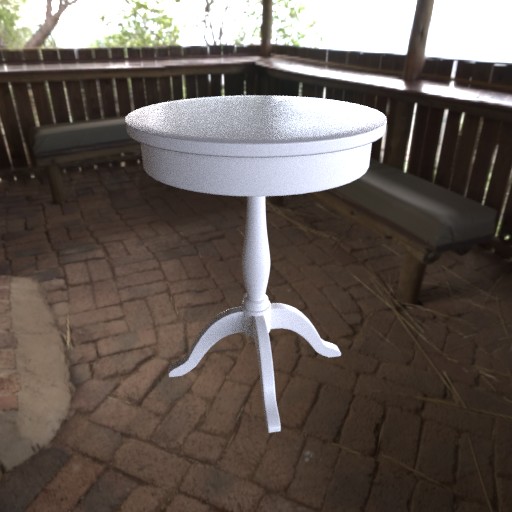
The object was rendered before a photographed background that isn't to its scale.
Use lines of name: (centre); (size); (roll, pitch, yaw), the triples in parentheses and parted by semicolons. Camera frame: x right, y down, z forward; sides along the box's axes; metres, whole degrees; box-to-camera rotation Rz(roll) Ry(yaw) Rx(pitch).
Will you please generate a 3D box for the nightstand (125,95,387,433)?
nightstand: (0.000, 0.000, 1.048); (0.513, 0.653, 0.513); (-1, 28, -1)
